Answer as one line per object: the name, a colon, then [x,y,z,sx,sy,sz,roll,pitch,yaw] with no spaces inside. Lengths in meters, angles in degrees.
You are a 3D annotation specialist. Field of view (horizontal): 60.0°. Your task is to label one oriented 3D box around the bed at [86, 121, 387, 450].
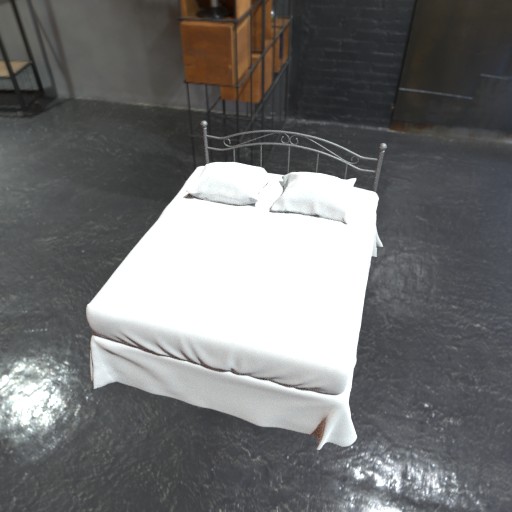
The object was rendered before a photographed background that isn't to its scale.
bed: [0.000,0.000,3.390,1.936,1.080,2.215,11,42,12]
